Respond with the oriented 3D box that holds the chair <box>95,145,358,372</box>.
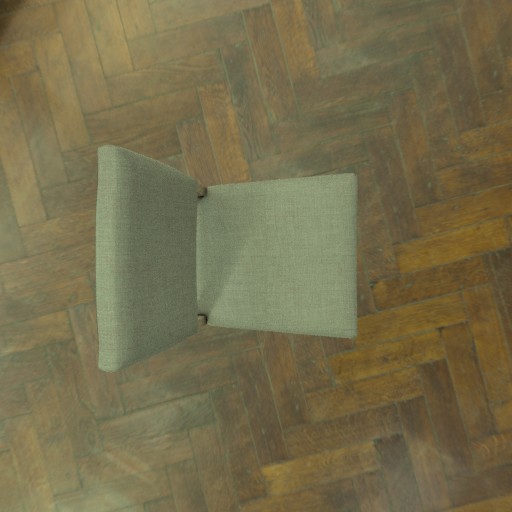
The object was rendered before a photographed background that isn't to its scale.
[{"bbox_3d":[0.000,0.000,1.331,0.622,0.986,0.508,0,91,0],"label":"chair"}]
